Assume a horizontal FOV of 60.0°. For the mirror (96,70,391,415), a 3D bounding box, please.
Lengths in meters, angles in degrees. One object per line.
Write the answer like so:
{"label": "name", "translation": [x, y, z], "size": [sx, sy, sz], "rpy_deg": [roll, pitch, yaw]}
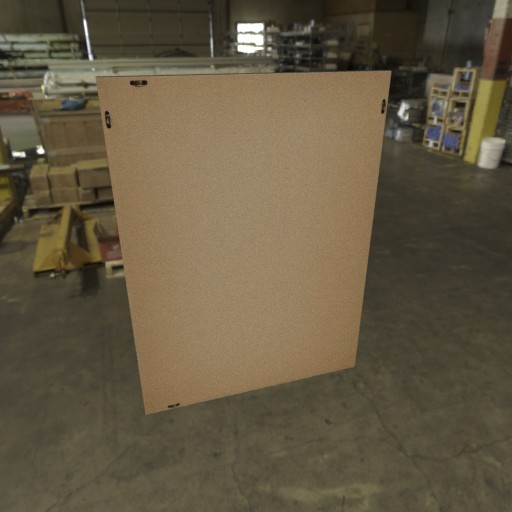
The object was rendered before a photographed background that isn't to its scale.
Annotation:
{"label": "mirror", "translation": [0.000, 0.000, 1.331], "size": [0.762, 1.016, 0.040], "rpy_deg": [-8, 27, -16]}
